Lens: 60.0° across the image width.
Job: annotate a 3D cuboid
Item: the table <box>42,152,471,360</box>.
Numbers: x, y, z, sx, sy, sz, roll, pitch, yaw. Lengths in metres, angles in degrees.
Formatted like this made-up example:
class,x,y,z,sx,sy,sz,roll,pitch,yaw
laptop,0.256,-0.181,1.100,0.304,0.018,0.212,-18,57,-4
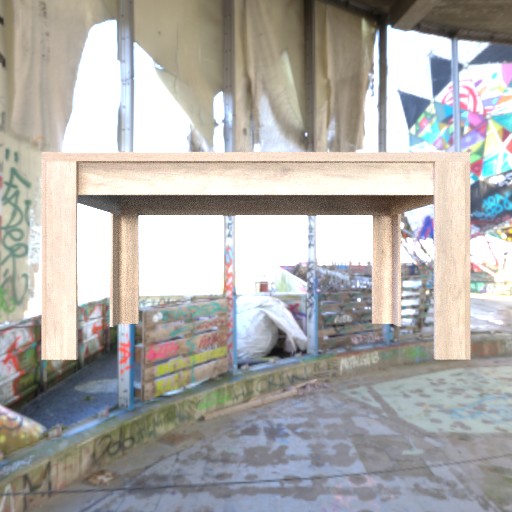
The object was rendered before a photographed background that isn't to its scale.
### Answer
class,x,y,z,sx,sy,sz,roll,pitch,yaw
table,0.000,0.000,2.103,1.600,0.775,0.900,0,0,0
